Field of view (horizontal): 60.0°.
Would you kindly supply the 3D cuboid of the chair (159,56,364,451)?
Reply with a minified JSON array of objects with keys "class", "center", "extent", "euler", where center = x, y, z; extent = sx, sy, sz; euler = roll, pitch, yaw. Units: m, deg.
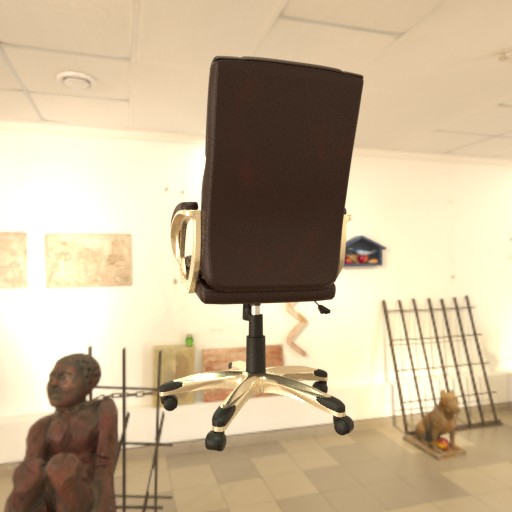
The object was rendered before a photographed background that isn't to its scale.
[{"class":"chair","center":[0.000,0.000,1.586],"extent":[0.662,1.107,0.739],"euler":[0,0,-17]}]
